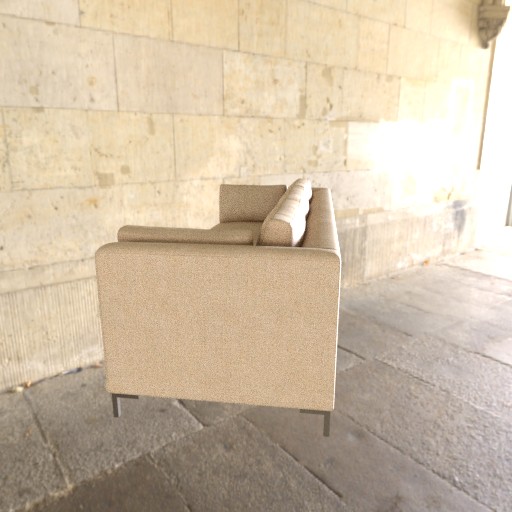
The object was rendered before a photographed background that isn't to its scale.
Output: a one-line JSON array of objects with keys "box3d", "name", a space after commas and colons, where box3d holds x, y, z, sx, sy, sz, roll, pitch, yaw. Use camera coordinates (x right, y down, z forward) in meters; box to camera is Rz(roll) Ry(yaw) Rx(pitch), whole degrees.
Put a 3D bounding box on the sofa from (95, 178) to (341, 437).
[{"box3d": [0.000, 0.000, 2.892, 0.969, 0.867, 2.415, 2, 15, 8], "name": "sofa"}]
